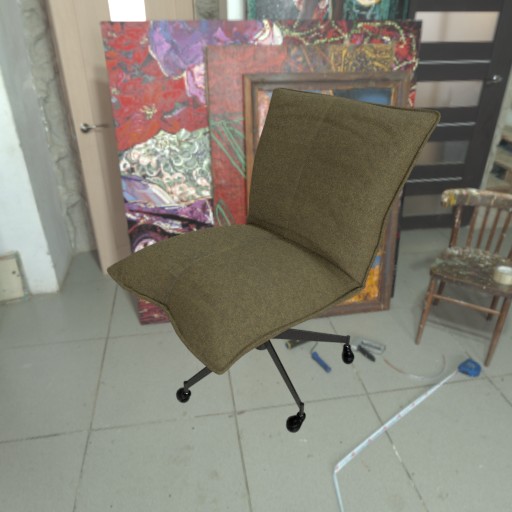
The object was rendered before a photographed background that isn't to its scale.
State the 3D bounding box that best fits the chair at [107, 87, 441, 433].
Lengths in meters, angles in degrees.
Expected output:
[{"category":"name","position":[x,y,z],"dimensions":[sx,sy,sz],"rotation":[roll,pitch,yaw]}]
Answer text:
[{"category":"chair","position":[0.000,0.000,1.273],"dimensions":[0.696,0.811,0.597],"rotation":[-21,35,-34]}]
